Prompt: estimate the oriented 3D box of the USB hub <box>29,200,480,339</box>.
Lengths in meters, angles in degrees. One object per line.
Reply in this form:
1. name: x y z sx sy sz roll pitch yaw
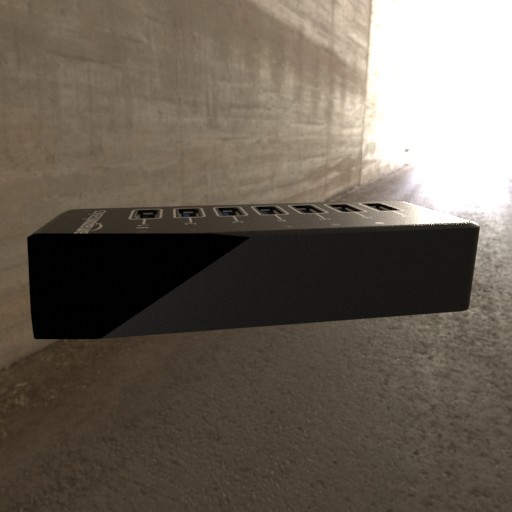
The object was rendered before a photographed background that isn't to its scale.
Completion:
1. USB hub: 0.000 0.000 0.125 0.110 0.023 0.044 -3 16 -10
